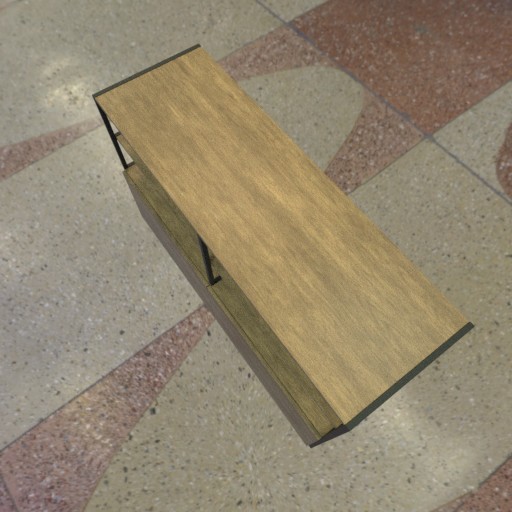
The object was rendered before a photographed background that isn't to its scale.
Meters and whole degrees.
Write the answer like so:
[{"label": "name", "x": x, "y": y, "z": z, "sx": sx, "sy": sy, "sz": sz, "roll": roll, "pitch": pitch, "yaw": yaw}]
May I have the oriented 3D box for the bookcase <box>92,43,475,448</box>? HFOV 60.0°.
[{"label": "bookcase", "x": 0.000, "y": 0.000, "z": 1.473, "sx": 0.391, "sy": 0.712, "sz": 1.149, "roll": -33, "pitch": 68, "yaw": -15}]
